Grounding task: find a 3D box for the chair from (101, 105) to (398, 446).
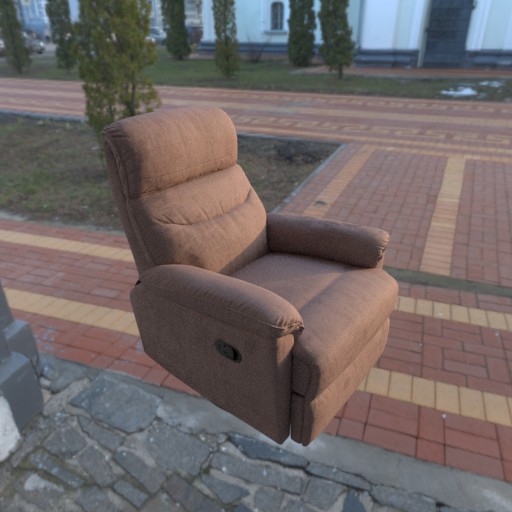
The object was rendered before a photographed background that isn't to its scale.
[{"bbox_3d":[0.000,0.000,1.749,1.004,1.037,0.820,19,33,33],"label":"chair"}]
